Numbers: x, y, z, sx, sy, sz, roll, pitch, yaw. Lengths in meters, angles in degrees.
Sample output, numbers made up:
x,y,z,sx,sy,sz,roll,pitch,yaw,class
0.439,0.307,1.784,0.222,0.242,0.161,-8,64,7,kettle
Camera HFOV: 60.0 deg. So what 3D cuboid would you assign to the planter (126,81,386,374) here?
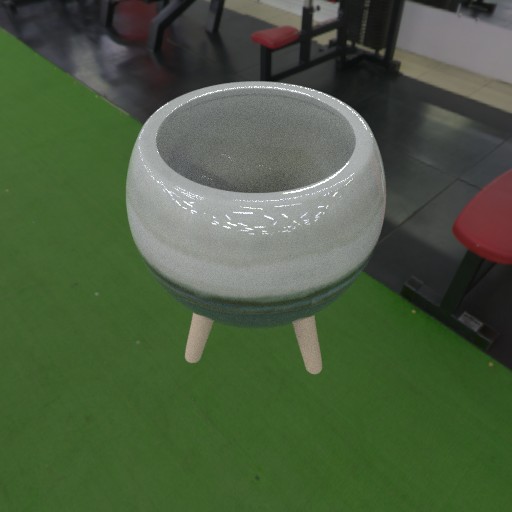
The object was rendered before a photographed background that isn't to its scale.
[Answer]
x,y,z,sx,sy,sz,roll,pitch,yaw,class
0.000,0.000,0.444,0.222,0.278,0.222,0,46,0,planter
